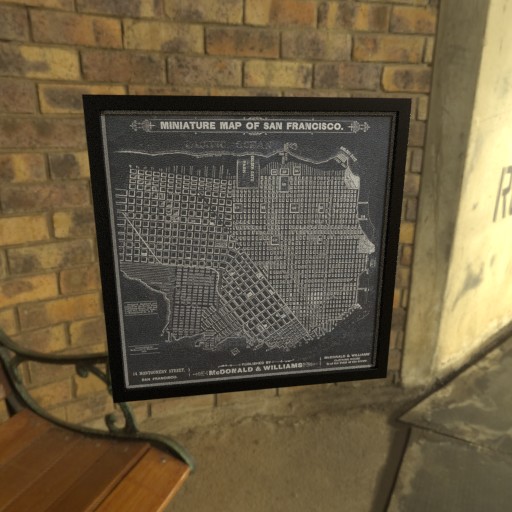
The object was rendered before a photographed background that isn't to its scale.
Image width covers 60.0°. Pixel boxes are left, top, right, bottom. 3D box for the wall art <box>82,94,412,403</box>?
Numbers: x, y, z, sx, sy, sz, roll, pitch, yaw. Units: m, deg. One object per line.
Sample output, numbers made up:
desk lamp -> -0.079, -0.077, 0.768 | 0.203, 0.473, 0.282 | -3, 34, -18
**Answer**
wall art -> 0.000, 0.000, 0.676 | 0.457, 0.458, 0.012 | -3, 16, -9
